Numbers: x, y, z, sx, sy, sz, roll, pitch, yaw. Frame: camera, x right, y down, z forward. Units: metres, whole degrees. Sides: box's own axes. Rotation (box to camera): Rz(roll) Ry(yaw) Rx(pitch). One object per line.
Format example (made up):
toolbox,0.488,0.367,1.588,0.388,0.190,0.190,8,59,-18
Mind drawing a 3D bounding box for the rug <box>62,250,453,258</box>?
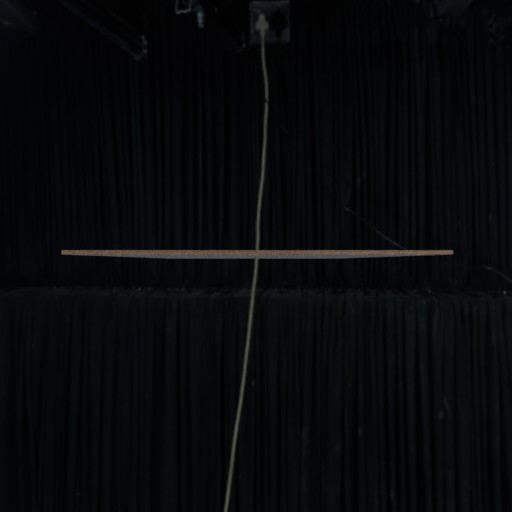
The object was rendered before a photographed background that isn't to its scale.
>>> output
rug,0.000,0.000,2.289,1.219,0.014,1.829,0,-1,0
